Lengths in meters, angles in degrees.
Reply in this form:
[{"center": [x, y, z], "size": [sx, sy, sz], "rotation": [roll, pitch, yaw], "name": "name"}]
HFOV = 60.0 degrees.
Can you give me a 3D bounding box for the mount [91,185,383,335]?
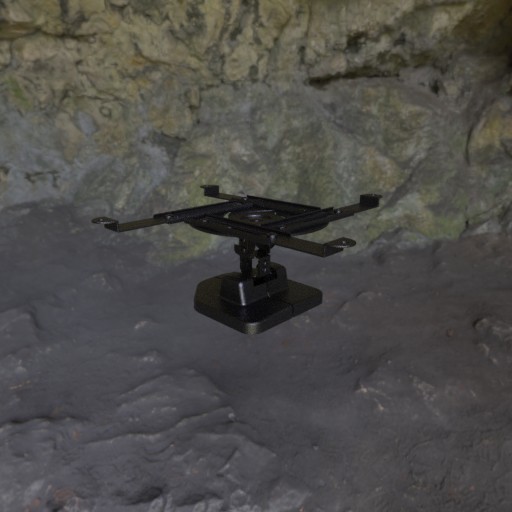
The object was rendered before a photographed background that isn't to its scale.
[{"center": [0.000, 0.000, 0.618], "size": [0.394, 0.141, 0.394], "rotation": [16, 24, 42], "name": "mount"}]
